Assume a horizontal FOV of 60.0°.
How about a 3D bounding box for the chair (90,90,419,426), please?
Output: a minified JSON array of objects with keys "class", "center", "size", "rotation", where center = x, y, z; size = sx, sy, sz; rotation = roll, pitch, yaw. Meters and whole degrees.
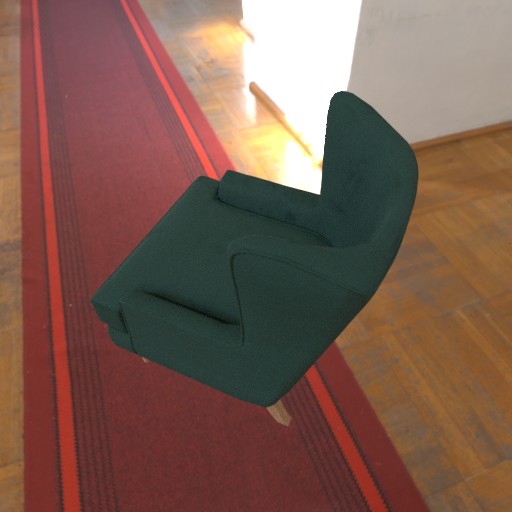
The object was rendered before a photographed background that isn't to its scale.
[{"class":"chair","center":[0.000,0.000,1.579],"size":[0.910,0.952,0.793],"rotation":[19,50,16]}]
